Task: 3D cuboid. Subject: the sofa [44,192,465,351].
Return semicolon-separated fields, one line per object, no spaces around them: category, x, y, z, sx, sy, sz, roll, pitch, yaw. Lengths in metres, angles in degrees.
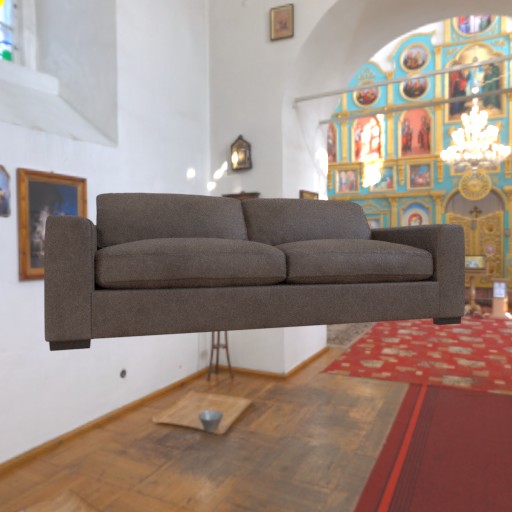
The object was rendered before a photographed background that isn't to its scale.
sofa;0.000;0.000;2.727;2.262;0.801;1.070;0;1;-19
